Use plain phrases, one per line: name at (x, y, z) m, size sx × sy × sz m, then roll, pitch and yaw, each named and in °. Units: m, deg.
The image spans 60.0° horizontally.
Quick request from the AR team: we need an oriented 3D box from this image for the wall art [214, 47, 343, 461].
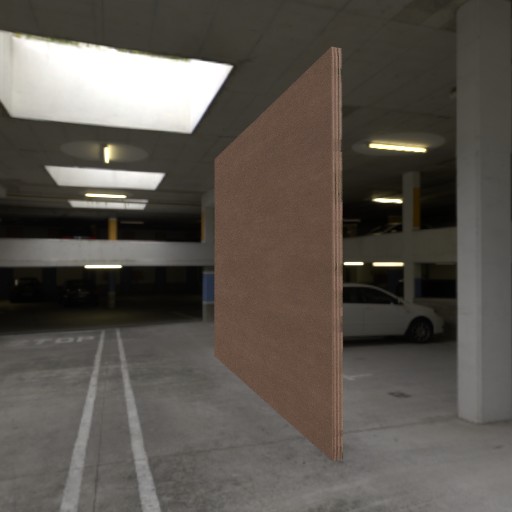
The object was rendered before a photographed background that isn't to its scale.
wall art at (0.000, 0.000, 0.679) m, size 0.012 × 0.408 × 0.508 m, roll 0°, pitch -1°, yaw -18°
